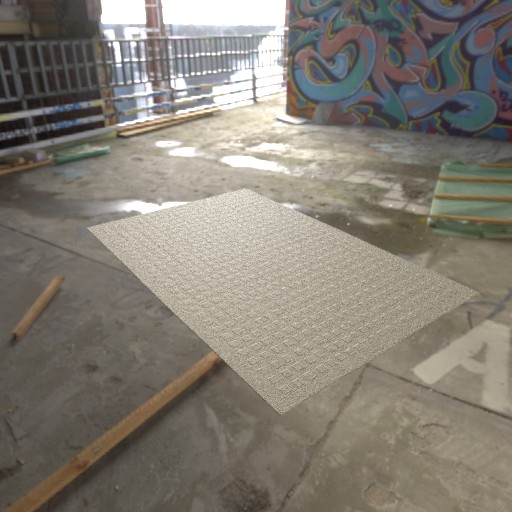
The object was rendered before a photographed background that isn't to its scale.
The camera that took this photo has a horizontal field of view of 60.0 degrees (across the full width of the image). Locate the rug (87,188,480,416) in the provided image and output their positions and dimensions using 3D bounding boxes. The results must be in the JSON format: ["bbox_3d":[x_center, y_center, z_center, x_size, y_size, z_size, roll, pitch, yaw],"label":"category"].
[{"bbox_3d":[0.000,0.000,2.251,1.143,0.006,1.747,-19,33,-32],"label":"rug"}]
